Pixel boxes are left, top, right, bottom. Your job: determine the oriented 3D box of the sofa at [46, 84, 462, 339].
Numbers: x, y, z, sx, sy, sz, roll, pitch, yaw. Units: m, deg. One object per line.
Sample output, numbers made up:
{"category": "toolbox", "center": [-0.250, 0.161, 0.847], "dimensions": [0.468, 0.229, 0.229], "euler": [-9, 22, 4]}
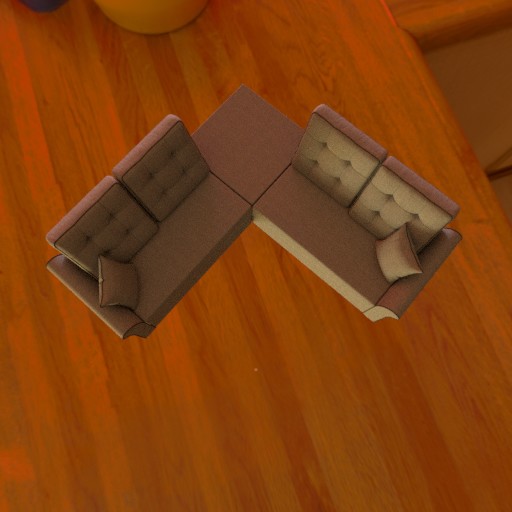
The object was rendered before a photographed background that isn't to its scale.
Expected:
{"category": "sofa", "center": [0.000, 0.000, 3.187], "dimensions": [2.070, 0.988, 2.068], "euler": [40, 79, 9]}
